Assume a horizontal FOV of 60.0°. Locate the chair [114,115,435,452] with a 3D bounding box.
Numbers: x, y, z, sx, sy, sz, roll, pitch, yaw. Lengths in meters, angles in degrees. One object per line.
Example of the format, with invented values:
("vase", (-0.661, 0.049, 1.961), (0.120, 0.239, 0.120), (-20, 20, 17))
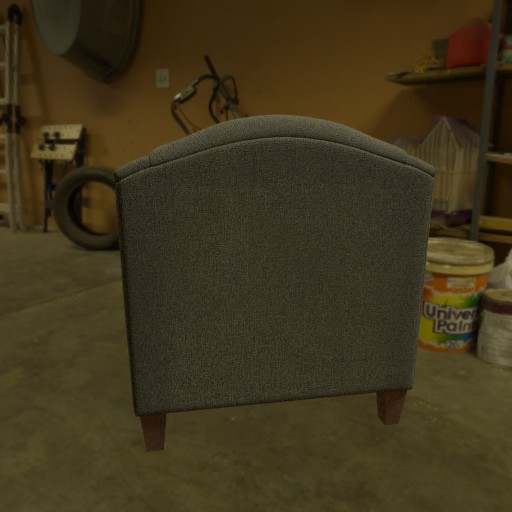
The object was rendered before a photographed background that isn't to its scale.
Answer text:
("chair", (0.000, 0.000, 1.444), (0.763, 0.839, 0.787), (-2, 14, -10))
